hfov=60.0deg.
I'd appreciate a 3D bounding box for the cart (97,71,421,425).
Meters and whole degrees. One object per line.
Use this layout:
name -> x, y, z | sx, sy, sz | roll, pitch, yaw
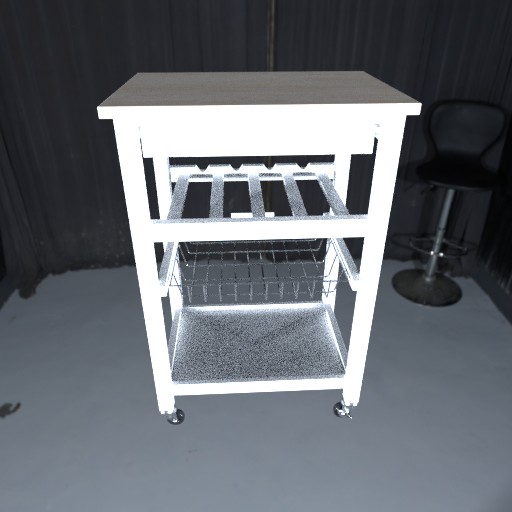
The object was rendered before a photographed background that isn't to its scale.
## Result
cart -> 0.000, 0.000, 1.178 | 0.578, 0.857, 0.406 | -2, 30, -3
